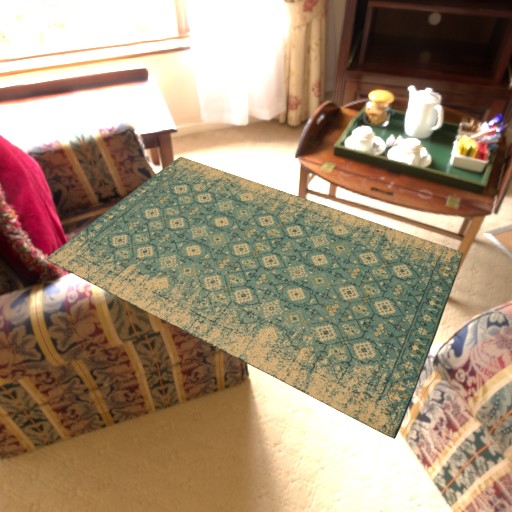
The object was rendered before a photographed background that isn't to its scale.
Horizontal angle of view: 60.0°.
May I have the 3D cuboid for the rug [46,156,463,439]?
[{"bbox_3d":[0.000,0.000,2.218,1.795,0.008,1.102,22,49,21],"label":"rug"}]
